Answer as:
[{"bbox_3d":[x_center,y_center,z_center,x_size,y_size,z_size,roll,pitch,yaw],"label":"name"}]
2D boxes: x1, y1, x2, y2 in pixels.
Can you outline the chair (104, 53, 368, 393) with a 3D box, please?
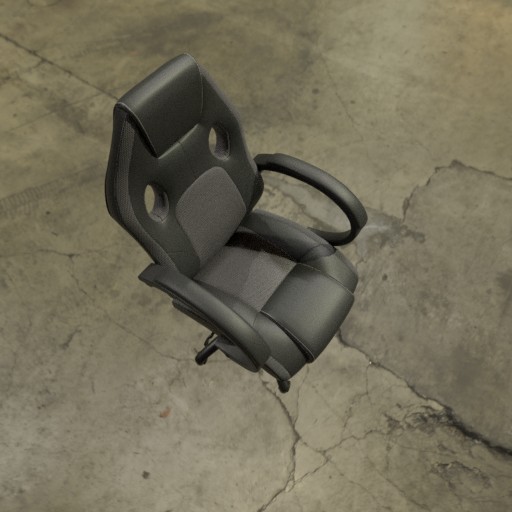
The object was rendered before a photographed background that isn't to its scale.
[{"bbox_3d":[0.000,0.000,1.559,0.724,1.187,0.673,32,63,18],"label":"chair"}]
